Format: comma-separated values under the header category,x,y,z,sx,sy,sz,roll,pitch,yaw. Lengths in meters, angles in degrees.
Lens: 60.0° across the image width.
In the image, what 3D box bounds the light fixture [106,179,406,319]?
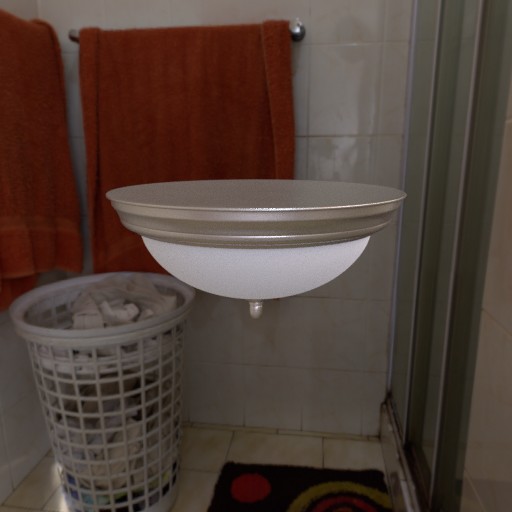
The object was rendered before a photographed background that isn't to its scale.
category,x,y,z,sx,sy,sz,roll,pitch,yaw
light fixture,0.000,0.000,0.450,0.280,0.135,0.280,0,14,0
